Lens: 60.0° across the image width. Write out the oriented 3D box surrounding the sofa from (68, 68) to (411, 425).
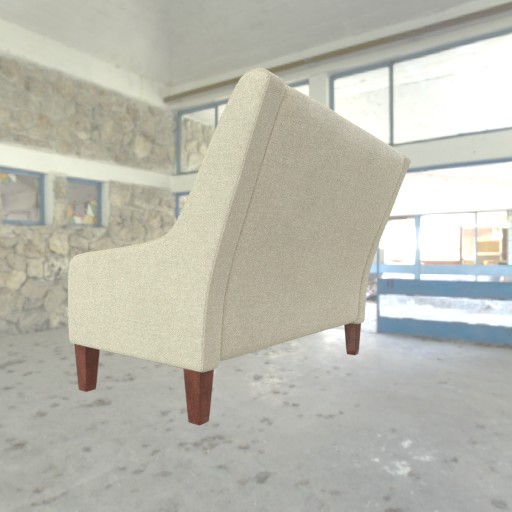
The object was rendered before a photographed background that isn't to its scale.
[{"bbox_3d":[0.000,0.000,1.866,0.946,0.976,1.212,0,0,35],"label":"sofa"}]
